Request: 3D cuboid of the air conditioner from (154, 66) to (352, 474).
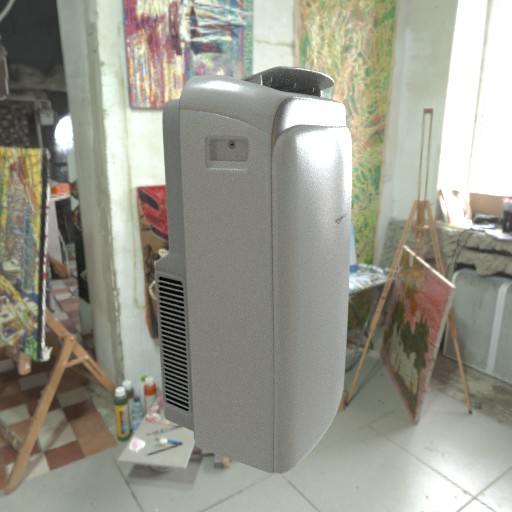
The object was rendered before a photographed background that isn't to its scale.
[{"bbox_3d":[0.000,0.000,1.040,0.414,0.786,0.449,8,17,25],"label":"air conditioner"}]
